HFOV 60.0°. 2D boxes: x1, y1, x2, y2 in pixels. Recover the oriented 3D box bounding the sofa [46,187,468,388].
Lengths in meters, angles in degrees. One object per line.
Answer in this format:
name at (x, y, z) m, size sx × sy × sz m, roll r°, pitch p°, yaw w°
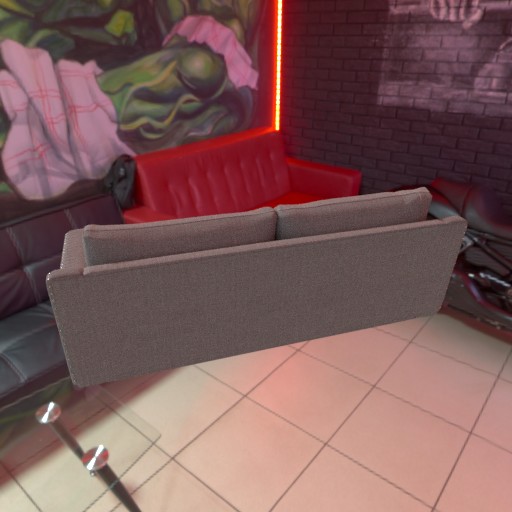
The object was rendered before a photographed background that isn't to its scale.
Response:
sofa at (0.000, 0.000, 2.732) m, size 2.208 × 0.857 × 1.000 m, roll -8°, pitch 27°, yaw -16°
